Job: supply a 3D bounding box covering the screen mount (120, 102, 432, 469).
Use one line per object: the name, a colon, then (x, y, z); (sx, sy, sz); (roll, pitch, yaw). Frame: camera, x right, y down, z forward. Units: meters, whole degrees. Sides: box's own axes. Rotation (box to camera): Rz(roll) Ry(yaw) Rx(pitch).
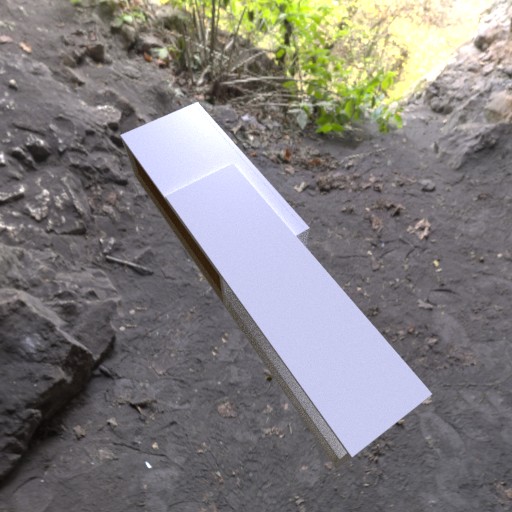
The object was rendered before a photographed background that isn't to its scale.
screen mount: (0.000, 0.000, 1.907); (0.420, 0.320, 1.680); (-30, 63, -17)
